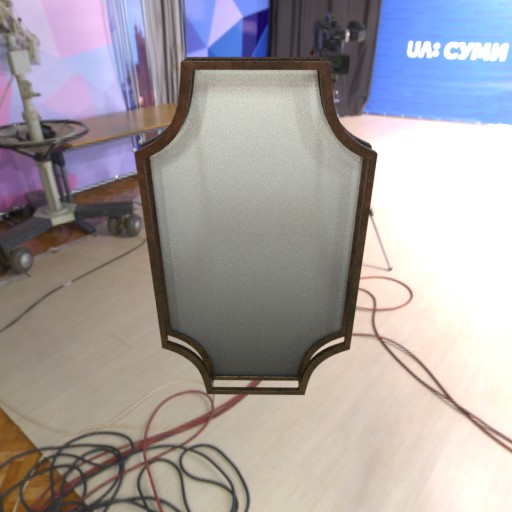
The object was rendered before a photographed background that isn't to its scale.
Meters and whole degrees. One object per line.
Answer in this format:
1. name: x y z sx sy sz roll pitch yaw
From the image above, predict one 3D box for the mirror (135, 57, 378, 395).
1. mirror: 0.000 0.000 0.993 0.462 0.811 0.066 0 30 1
